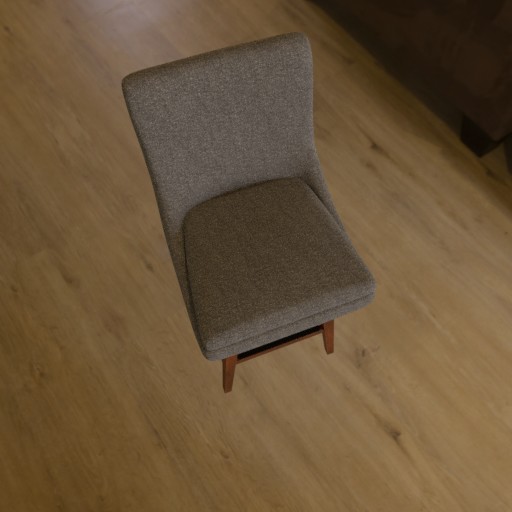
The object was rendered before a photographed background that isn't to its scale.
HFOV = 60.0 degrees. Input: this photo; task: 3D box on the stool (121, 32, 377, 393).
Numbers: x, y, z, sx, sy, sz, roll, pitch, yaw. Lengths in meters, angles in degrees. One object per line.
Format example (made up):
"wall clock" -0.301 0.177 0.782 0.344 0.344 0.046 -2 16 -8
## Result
"stool" 0.000 0.000 1.357 0.489 1.068 0.572 -18 65 -9
